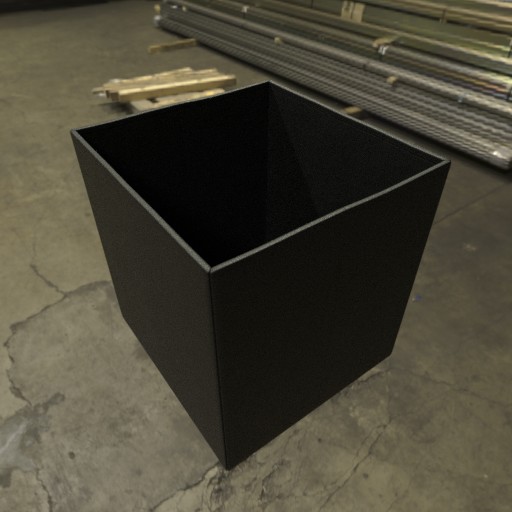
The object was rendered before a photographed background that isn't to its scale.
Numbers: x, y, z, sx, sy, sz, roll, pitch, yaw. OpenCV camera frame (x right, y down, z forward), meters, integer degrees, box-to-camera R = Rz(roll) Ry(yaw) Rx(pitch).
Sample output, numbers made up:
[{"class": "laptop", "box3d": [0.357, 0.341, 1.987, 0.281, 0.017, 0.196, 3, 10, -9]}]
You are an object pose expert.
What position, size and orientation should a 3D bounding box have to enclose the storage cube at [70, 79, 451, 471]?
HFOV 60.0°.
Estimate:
[{"class": "storage cube", "box3d": [0.000, 0.000, 0.507, 0.270, 0.280, 0.270, -25, 46, -27]}]
